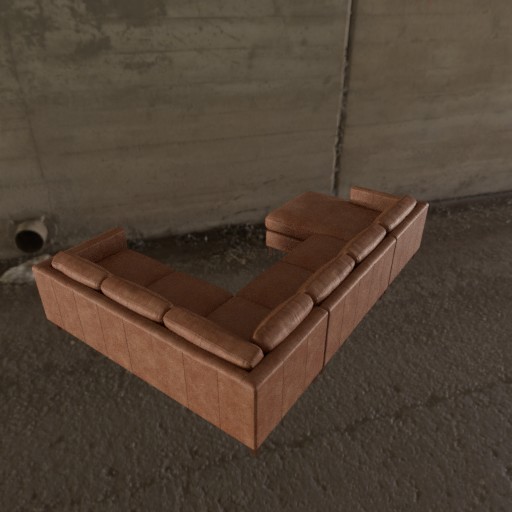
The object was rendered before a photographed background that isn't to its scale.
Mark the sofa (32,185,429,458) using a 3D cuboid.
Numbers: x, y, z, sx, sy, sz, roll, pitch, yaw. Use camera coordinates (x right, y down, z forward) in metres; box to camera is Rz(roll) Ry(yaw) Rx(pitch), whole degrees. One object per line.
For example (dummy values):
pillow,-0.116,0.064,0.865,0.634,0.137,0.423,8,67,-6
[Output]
sofa,0.000,0.000,4.614,2.430,0.832,3.401,20,36,30
